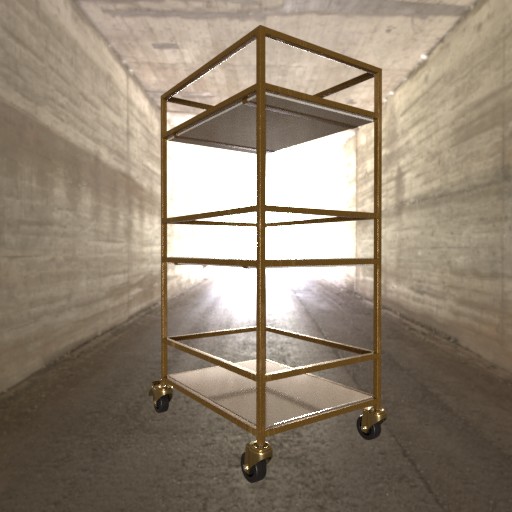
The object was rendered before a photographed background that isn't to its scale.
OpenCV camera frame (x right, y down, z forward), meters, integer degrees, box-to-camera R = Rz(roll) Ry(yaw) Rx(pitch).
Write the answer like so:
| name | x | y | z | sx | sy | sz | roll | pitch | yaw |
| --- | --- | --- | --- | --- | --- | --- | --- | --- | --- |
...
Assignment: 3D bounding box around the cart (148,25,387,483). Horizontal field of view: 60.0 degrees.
| name | x | y | z | sx | sy | sz | roll | pitch | yaw |
| --- | --- | --- | --- | --- | --- | --- | --- | --- | --- |
| cart | 0.000 | 0.000 | 1.000 | 0.332 | 0.761 | 0.483 | 0 | 1 | -35 |
